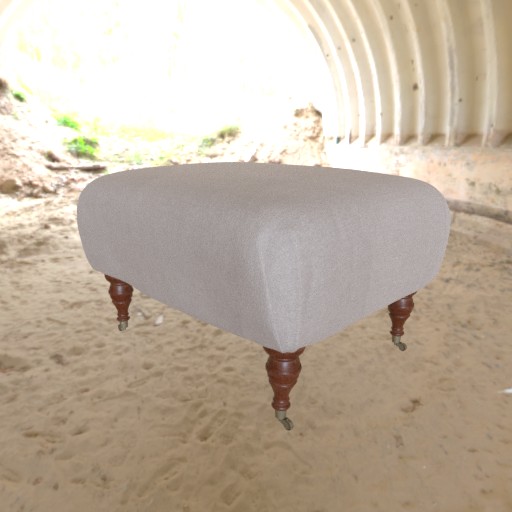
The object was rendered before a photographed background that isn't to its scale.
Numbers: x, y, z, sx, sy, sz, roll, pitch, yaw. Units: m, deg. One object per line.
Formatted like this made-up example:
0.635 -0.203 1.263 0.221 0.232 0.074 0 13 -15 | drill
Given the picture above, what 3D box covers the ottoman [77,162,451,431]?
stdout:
0.000 0.000 1.109 0.746 0.450 0.622 14 21 43 | ottoman
